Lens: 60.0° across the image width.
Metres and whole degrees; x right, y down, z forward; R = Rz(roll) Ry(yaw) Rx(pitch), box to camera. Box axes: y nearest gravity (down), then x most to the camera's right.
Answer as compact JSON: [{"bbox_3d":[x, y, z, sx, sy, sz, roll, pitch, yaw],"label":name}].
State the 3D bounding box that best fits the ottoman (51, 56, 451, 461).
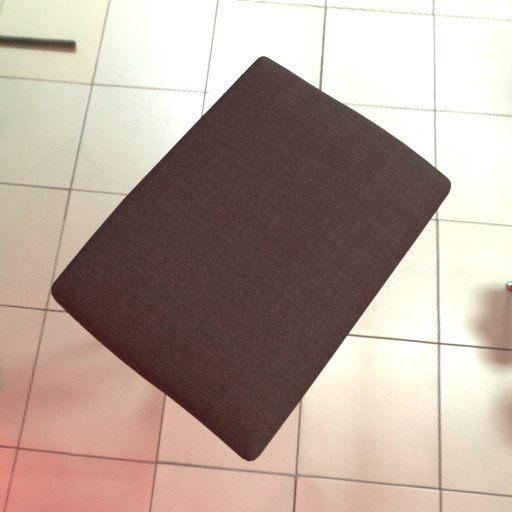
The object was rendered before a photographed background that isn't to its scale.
[{"bbox_3d":[0.000,0.000,1.203,0.599,0.555,0.809,37,79,9],"label":"ottoman"}]
